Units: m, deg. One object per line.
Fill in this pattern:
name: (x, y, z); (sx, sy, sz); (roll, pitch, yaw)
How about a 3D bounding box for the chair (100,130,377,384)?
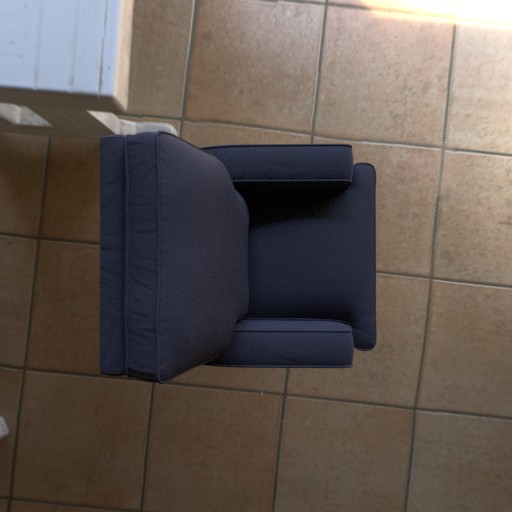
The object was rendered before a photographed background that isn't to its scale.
chair: (0.000, 0.000, 1.721); (0.964, 0.962, 0.861); (0, 90, 0)
